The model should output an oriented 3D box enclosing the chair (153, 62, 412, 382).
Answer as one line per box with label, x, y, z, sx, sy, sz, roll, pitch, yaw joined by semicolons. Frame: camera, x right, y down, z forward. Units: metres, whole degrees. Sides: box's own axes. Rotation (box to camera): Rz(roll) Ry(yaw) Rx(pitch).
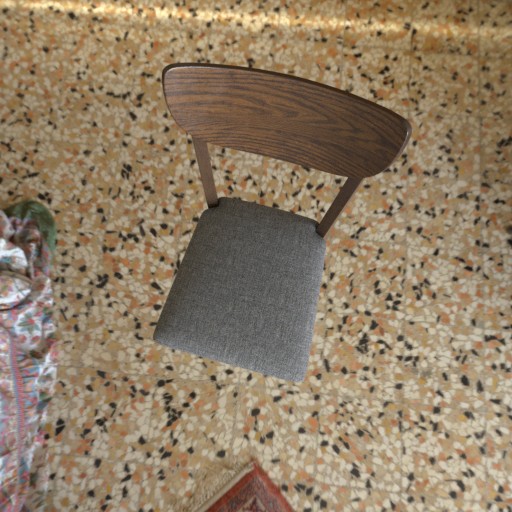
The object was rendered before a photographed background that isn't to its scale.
chair;0.000;0.000;1.192;0.491;0.849;0.583;15;77;4
